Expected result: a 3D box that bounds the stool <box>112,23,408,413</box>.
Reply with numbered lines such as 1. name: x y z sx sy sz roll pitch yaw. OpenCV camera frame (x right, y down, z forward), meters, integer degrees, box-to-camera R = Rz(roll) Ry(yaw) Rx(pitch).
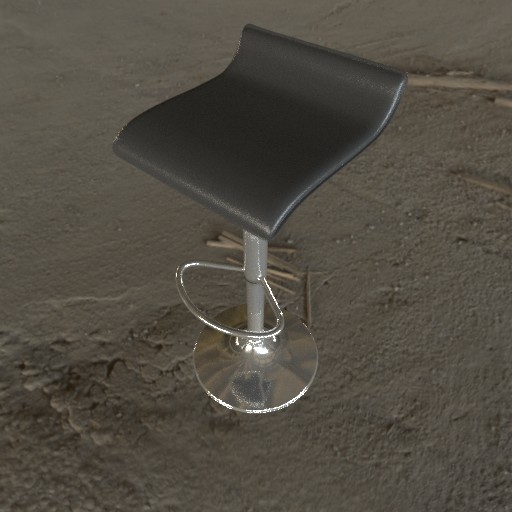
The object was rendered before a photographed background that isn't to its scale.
1. stool: 0.000 0.000 1.044 0.381 0.851 0.381 31 53 26
